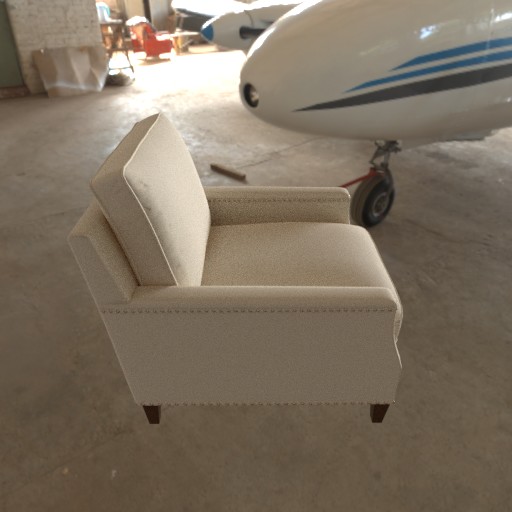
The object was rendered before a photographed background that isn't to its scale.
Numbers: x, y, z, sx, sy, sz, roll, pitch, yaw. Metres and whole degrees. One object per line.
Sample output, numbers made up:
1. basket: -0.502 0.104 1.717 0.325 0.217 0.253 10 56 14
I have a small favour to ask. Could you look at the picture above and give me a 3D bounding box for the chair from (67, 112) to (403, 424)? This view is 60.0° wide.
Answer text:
1. chair: 0.000 0.000 1.704 1.014 0.943 0.853 0 32 0
